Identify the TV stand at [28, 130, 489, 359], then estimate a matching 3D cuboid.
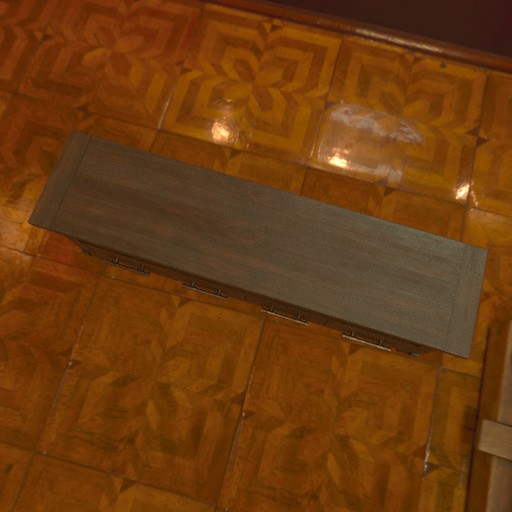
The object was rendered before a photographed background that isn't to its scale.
[{"bbox_3d":[0.000,0.000,2.133,1.866,0.615,0.471,17,75,5],"label":"TV stand"}]
